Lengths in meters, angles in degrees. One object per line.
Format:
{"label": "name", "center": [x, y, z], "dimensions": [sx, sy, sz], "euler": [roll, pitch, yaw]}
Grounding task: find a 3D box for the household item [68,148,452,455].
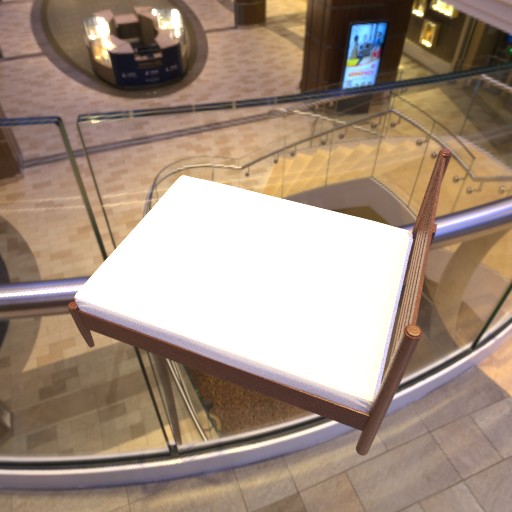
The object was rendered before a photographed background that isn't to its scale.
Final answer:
{"label": "household item", "center": [0.000, 0.000, 3.254], "dimensions": [2.232, 1.356, 1.663], "euler": [16, 47, 15]}
